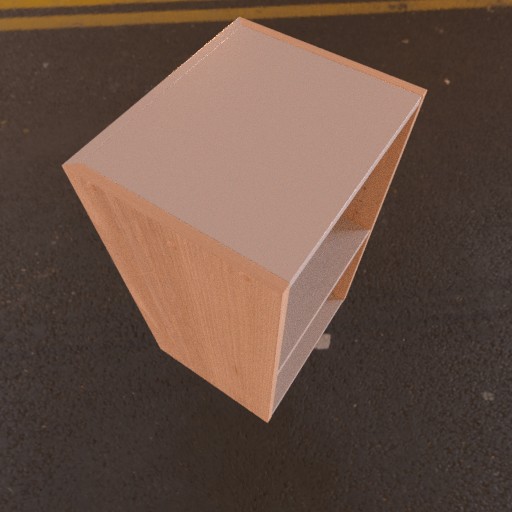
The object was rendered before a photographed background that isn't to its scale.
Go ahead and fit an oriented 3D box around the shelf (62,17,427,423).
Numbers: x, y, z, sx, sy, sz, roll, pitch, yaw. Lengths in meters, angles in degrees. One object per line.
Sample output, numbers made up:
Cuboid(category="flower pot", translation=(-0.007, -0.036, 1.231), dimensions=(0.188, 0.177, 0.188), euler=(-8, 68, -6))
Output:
Cuboid(category="shelf", translation=(0.000, 0.000, 0.784), dimensions=(0.290, 0.600, 0.350), euler=(30, 63, 17))
